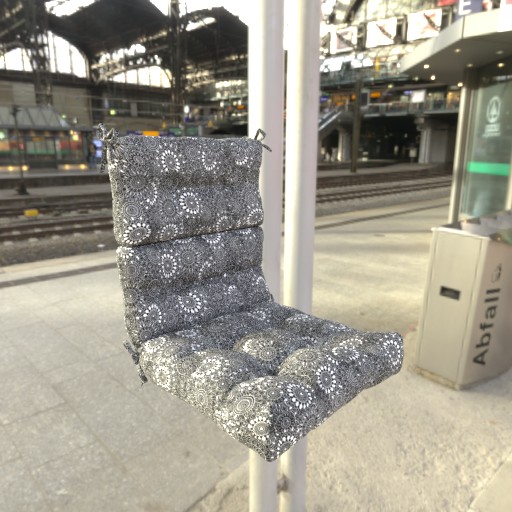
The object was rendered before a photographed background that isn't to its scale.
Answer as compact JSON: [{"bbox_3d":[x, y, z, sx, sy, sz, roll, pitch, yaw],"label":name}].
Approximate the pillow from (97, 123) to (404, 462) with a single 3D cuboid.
[{"bbox_3d":[0.000,0.000,1.042,0.519,0.605,0.571,-13,18,-43],"label":"pillow"}]
